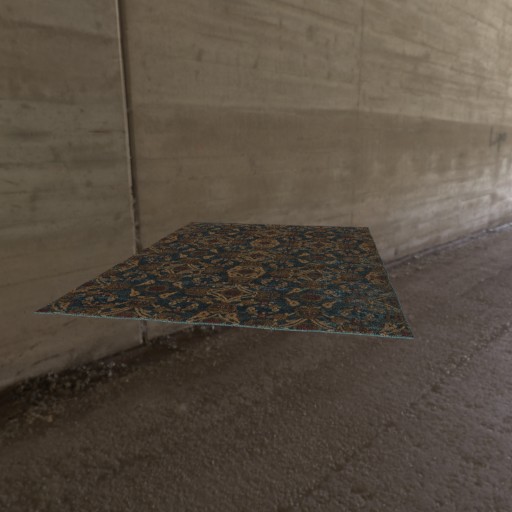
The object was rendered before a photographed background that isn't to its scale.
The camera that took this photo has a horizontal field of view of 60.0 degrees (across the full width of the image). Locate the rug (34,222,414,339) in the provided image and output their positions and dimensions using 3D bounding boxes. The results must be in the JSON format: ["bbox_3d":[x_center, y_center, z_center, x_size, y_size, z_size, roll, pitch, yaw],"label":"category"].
[{"bbox_3d":[0.000,0.000,4.219,2.337,0.013,3.291,2,15,9],"label":"rug"}]
